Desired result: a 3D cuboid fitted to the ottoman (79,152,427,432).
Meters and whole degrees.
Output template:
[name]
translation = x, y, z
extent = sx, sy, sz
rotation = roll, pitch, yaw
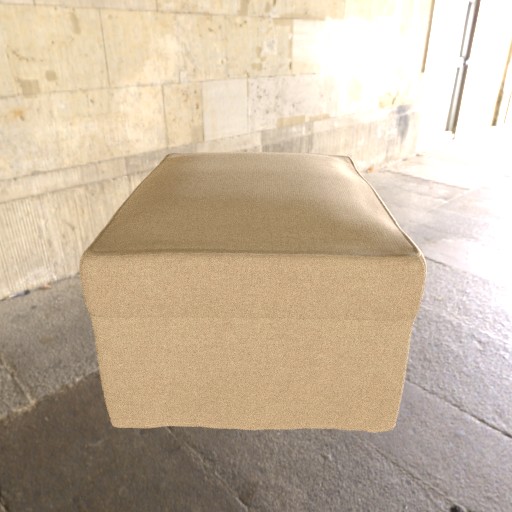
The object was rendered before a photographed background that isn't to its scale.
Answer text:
[ottoman]
translation = 0.000, 0.000, 1.242
extent = 0.650, 0.485, 0.833
rotation = 1, 26, 1
